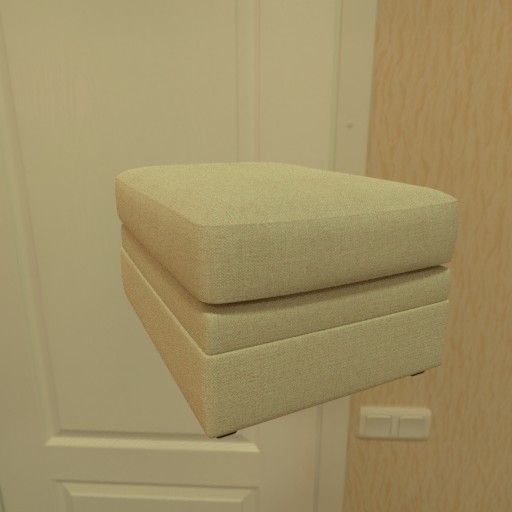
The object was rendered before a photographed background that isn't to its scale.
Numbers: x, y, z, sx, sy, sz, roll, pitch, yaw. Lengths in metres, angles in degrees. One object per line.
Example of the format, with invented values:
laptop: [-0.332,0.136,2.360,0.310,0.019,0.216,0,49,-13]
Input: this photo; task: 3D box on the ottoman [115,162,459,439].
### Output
ottoman: [0.000,0.000,1.261,0.637,0.478,0.885,-8,18,-25]
